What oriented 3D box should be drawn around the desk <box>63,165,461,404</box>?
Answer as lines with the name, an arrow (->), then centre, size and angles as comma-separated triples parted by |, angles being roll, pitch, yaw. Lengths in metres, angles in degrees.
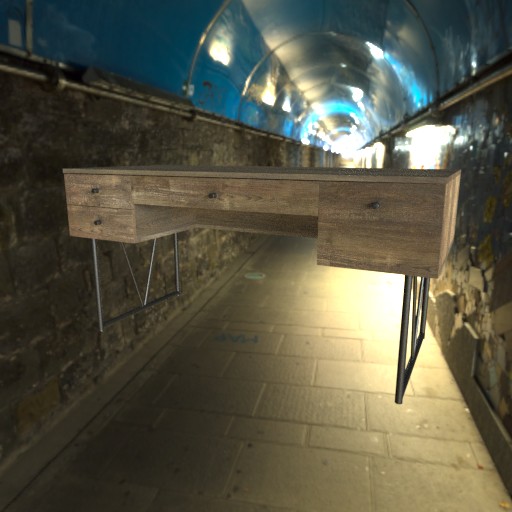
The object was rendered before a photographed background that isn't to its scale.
desk -> 0.000, 0.000, 2.025 | 1.600, 0.780, 0.730 | 7, 15, 26
